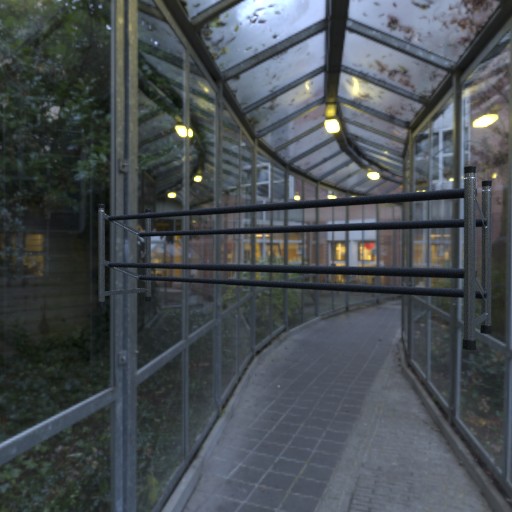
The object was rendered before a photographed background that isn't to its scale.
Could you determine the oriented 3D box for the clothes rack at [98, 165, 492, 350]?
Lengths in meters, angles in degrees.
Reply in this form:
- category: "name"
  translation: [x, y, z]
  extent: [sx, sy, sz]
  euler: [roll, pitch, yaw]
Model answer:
- category: "clothes rack"
  translation: [0.000, 0.000, 1.260]
  extent: [1.168, 0.349, 0.229]
  euler: [0, 1, 35]
